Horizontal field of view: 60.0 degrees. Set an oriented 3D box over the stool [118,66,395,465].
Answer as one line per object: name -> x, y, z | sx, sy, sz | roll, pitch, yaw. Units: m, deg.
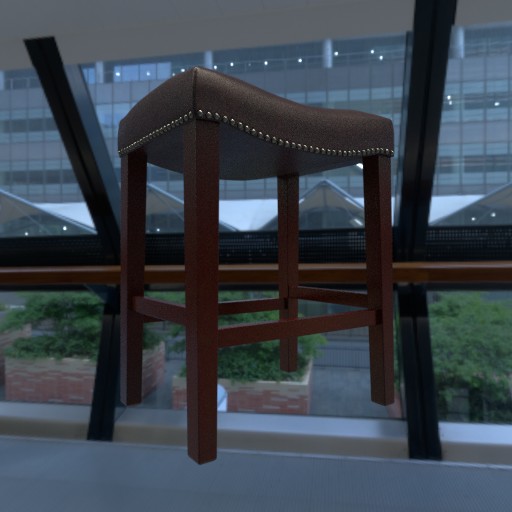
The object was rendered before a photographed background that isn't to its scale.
stool -> 0.000, 0.000, 0.984 | 0.504, 0.657, 0.372 | 0, 1, -36
